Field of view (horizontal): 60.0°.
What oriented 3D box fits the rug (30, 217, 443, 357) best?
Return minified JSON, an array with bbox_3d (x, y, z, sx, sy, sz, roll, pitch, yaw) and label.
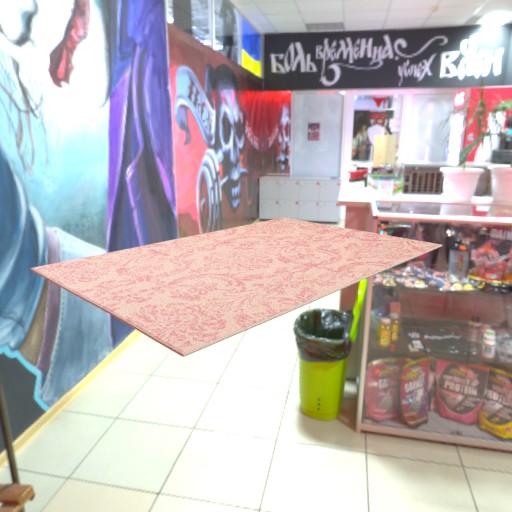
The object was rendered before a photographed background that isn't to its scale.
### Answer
[{"bbox_3d":[0.000,0.000,2.336,1.219,0.012,1.839,15,21,43],"label":"rug"}]
